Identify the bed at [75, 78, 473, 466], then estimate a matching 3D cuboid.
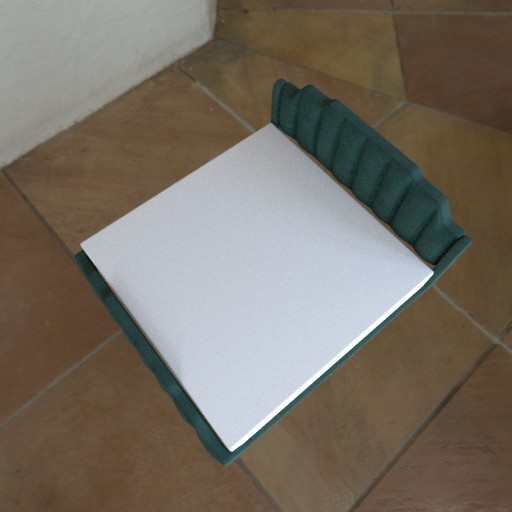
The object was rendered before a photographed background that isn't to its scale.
[{"bbox_3d":[0.000,0.000,3.535,2.340,1.245,2.074,-36,69,-16],"label":"bed"}]
